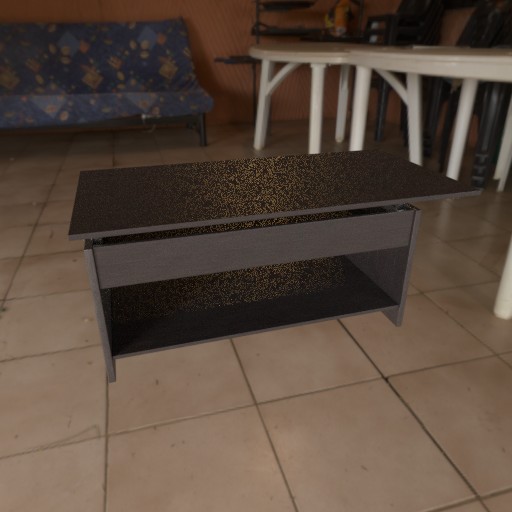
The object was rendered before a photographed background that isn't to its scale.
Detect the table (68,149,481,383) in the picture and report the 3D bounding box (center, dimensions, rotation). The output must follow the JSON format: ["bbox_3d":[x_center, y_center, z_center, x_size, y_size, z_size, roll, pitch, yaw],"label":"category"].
[{"bbox_3d":[0.000,0.000,1.444,1.000,0.570,0.712,-8,27,-15],"label":"table"}]
